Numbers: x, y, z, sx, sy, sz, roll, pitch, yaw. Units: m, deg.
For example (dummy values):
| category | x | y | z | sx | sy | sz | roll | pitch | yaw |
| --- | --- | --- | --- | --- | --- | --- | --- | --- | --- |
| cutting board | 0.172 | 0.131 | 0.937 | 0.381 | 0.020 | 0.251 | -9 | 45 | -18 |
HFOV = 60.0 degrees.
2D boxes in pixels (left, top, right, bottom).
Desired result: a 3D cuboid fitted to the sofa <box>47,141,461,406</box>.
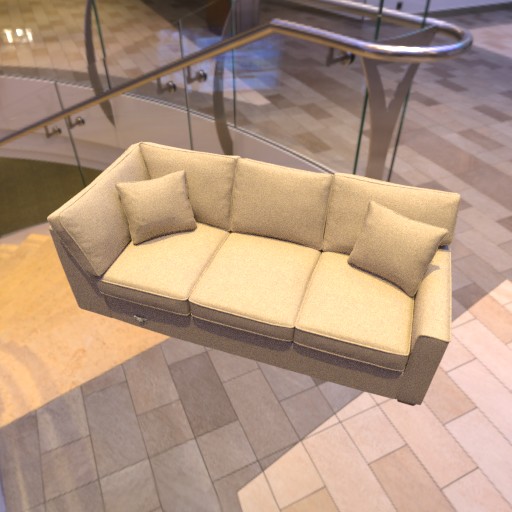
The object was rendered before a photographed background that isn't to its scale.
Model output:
| category | x | y | z | sx | sy | sz | roll | pitch | yaw |
| --- | --- | --- | --- | --- | --- | --- | --- | --- | --- |
| sofa | 0.000 | 0.000 | 2.862 | 2.317 | 0.962 | 1.061 | 13 | 42 | 14 |
